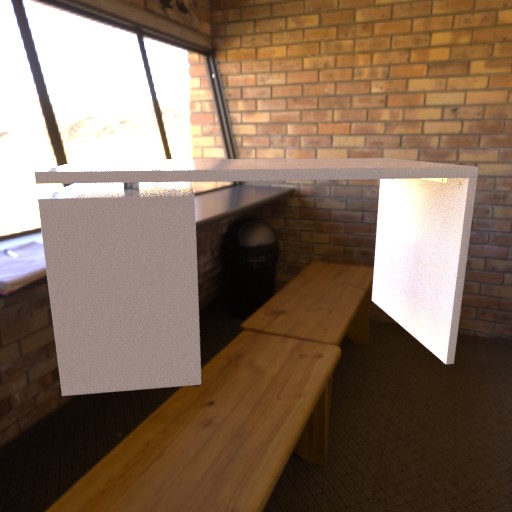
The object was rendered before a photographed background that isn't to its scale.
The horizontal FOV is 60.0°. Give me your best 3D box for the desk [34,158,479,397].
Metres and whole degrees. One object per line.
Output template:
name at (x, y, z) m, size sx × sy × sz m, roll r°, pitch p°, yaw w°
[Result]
desk at (0.000, 0.000, 1.802) m, size 1.400 × 0.740 × 0.690 m, roll -2°, pitch 15°, yaw -9°
